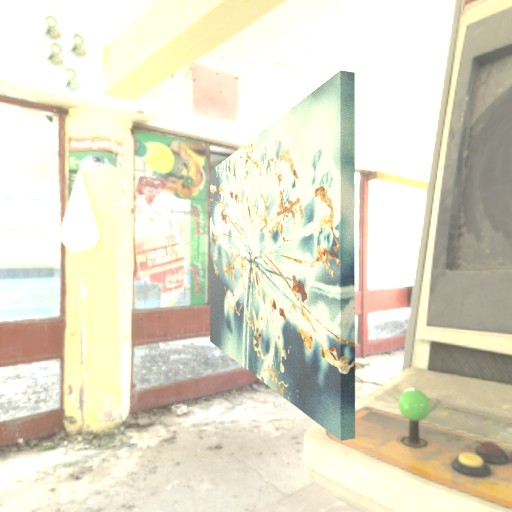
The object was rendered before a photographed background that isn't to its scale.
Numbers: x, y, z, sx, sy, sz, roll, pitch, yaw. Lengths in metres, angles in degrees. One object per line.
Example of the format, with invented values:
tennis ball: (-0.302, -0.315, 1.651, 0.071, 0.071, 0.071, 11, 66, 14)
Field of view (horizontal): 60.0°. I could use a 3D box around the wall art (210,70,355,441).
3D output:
wall art: (0.000, 0.000, 1.450, 0.035, 0.759, 1.138, 0, 0, -19)
